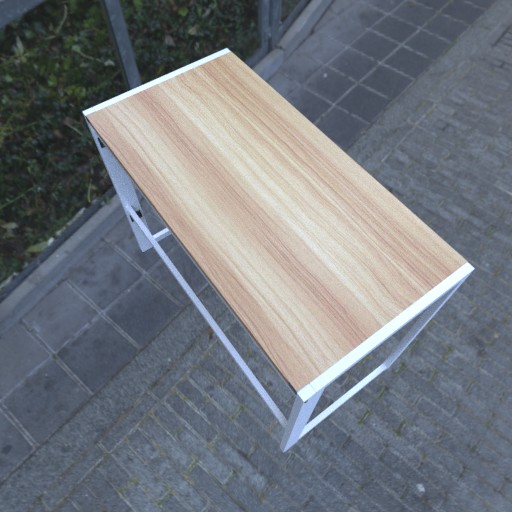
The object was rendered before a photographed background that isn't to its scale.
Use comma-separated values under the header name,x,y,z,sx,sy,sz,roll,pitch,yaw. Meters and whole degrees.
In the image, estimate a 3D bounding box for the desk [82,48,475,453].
name,x,y,z,sx,sy,sz,roll,pitch,yaw
desk,0.000,0.000,1.476,0.508,0.762,1.016,-32,64,-18
